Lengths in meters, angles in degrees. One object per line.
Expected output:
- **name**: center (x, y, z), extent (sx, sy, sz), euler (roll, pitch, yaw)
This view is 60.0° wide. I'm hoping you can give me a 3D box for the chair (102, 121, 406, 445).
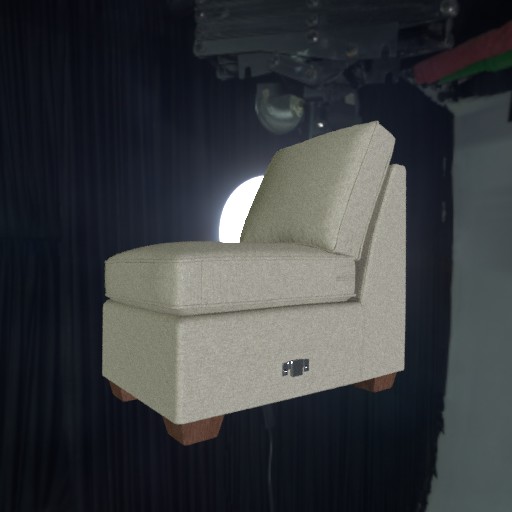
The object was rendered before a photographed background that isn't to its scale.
- **chair**: center (0.000, 0.000, 1.733), extent (1.020, 1.058, 0.674), euler (0, 0, -37)
